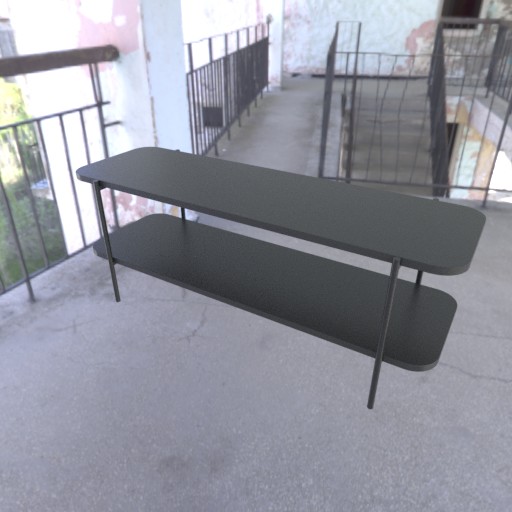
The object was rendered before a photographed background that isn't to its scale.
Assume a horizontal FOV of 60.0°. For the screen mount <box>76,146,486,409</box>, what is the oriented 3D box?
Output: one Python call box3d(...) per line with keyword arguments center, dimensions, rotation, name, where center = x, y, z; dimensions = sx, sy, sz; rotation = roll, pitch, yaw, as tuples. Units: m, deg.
box3d(center=(0.000, 0.000, 1.398), dimensions=(1.200, 0.447, 0.400), rotation=(17, 34, 27), name="screen mount")
